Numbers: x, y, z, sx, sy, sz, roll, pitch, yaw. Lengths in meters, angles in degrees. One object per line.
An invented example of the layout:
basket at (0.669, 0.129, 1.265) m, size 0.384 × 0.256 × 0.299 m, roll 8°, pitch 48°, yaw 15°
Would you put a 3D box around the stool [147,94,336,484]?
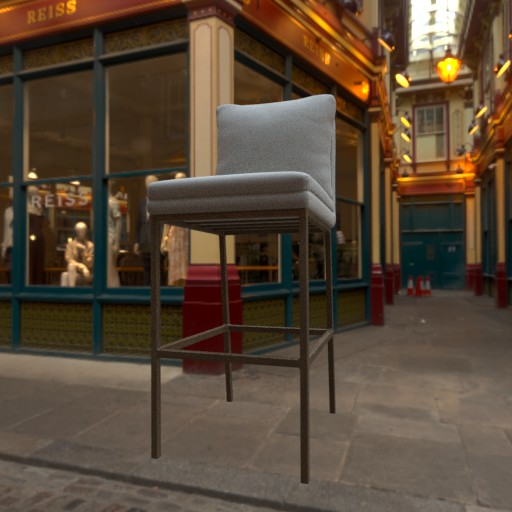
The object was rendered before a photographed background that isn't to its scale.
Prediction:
stool at (0.000, 0.000, 1.421) m, size 0.463 × 1.125 × 0.572 m, roll 0°, pitch 0°, yaw 19°
